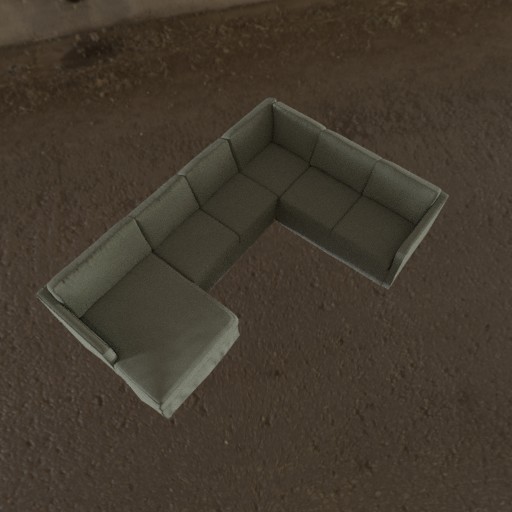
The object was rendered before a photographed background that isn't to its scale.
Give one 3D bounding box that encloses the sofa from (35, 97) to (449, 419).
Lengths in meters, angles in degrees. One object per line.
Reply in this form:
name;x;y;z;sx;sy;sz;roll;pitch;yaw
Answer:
sofa;0.000;0.000;4.509;2.440;0.869;3.434;34;65;19
